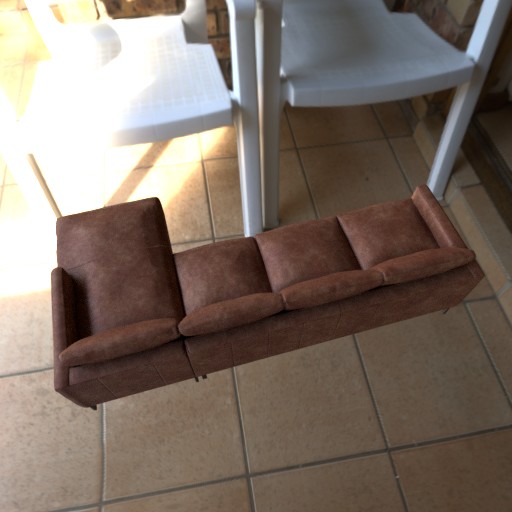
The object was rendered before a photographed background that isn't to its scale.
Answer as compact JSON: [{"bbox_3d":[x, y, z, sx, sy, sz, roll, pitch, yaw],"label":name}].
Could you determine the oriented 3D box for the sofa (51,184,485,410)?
[{"bbox_3d":[0.000,0.000,3.472,2.993,0.859,1.471,-13,59,-8],"label":"sofa"}]
